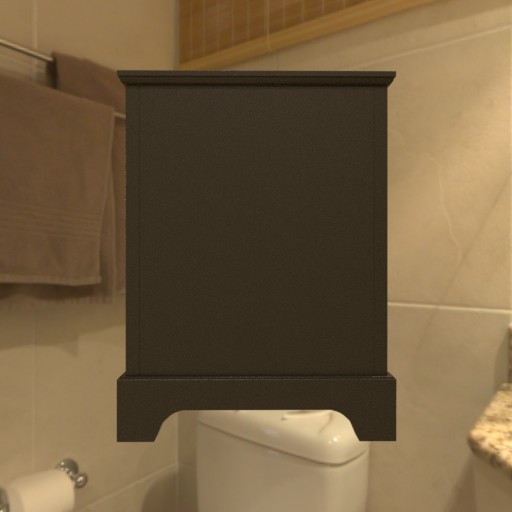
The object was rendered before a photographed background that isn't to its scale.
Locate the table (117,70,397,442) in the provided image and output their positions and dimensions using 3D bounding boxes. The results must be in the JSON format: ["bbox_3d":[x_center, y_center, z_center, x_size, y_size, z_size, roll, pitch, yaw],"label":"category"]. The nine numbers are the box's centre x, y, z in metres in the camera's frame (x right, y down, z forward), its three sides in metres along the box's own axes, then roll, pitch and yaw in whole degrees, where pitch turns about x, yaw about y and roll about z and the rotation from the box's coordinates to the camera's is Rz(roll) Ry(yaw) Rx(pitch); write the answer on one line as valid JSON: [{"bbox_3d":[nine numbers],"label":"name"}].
[{"bbox_3d":[0.000,0.000,0.927,0.460,0.610,0.399,0,0,0],"label":"table"}]
